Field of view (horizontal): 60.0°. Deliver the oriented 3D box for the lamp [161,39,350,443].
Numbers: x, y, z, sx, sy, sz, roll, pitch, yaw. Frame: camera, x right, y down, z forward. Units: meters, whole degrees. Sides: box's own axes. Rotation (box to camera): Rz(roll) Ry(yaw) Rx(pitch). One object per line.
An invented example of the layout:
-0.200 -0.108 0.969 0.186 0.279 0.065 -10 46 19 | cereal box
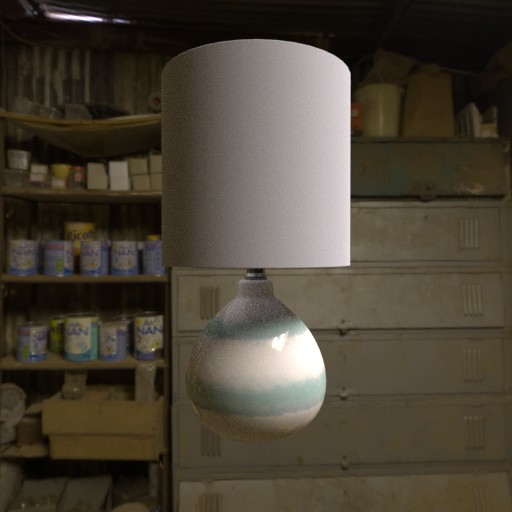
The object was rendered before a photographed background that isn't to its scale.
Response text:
0.000 0.000 0.521 0.217 0.404 0.217 0 1 -1 | lamp
